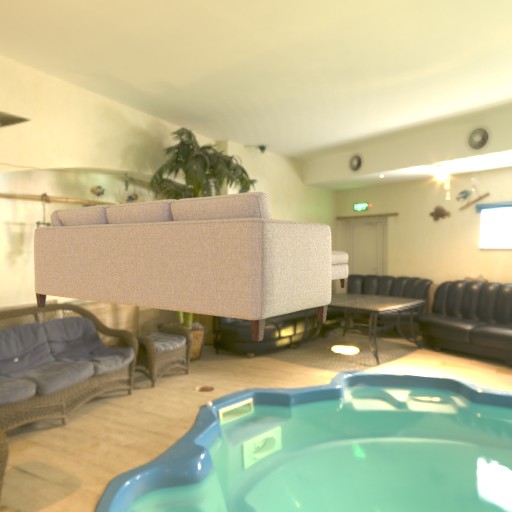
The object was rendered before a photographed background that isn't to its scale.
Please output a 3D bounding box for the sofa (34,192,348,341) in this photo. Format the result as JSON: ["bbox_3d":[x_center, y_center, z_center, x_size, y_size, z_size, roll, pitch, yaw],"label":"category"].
[{"bbox_3d":[0.000,0.000,4.616,2.551,0.889,3.403,1,2,36],"label":"sofa"}]
